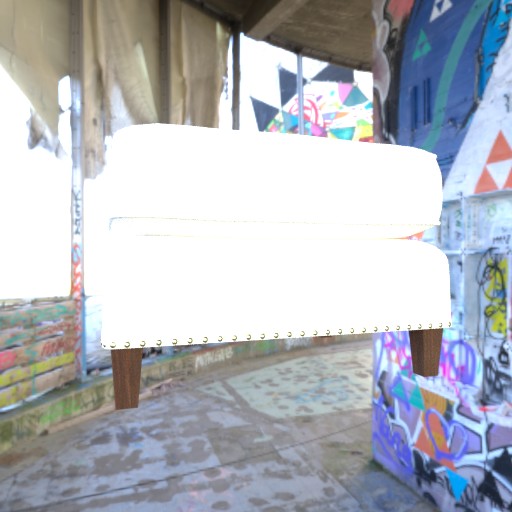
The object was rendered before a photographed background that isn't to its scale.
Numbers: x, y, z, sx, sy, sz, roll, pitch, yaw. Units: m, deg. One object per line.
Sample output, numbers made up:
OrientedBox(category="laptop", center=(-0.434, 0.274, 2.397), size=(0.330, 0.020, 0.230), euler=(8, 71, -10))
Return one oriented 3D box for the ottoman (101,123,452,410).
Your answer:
OrientedBox(category="ottoman", center=(0.000, 0.000, 1.124), size=(0.738, 0.537, 0.589), euler=(0, 0, -19))
